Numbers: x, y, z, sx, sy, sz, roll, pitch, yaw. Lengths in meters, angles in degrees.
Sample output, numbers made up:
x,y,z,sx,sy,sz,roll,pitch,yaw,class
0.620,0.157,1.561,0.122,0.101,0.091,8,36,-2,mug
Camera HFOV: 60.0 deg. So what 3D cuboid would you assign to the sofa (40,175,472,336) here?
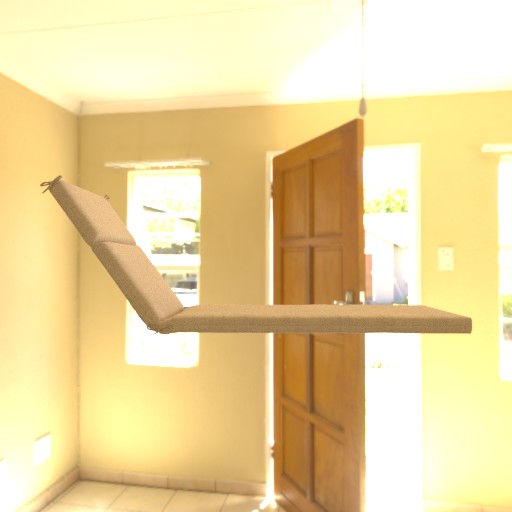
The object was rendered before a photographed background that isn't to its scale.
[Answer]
x,y,z,sx,sy,sz,roll,pitch,yaw,class
0.000,0.000,1.952,1.663,0.622,0.582,0,-1,1,sofa
